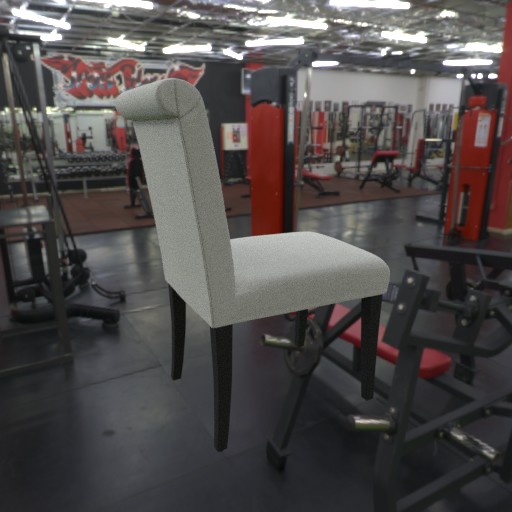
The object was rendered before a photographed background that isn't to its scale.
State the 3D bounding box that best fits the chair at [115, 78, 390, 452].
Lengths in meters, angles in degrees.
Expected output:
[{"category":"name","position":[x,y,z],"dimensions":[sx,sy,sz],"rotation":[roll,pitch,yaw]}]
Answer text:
[{"category":"chair","position":[0.000,0.000,1.388],"dimensions":[0.708,0.976,0.452],"rotation":[-8,18,-26]}]
